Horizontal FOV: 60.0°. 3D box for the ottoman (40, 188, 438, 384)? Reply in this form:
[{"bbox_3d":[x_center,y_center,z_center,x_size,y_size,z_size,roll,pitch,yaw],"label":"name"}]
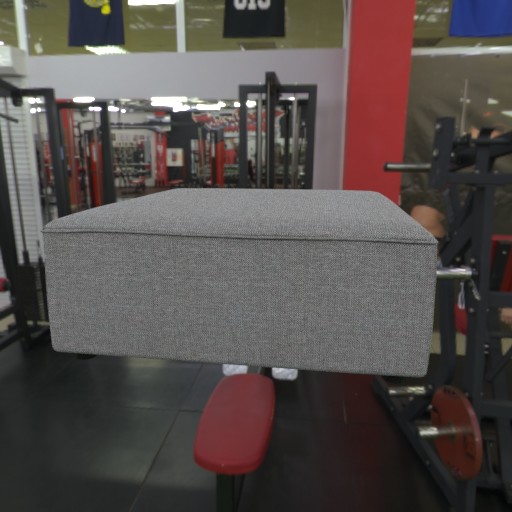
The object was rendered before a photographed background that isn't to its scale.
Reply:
[{"bbox_3d":[0.000,0.000,1.592,1.023,0.423,1.017,2,14,9],"label":"ottoman"}]
